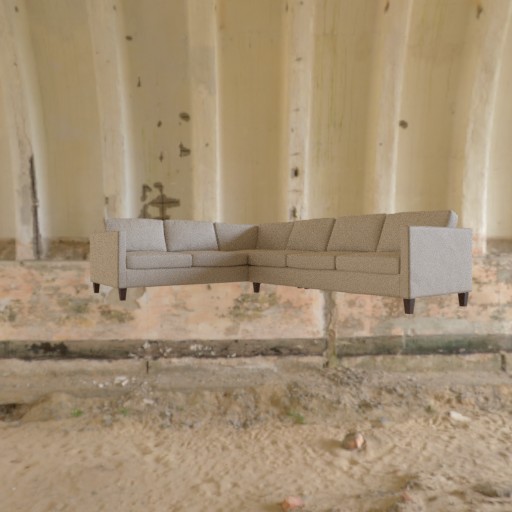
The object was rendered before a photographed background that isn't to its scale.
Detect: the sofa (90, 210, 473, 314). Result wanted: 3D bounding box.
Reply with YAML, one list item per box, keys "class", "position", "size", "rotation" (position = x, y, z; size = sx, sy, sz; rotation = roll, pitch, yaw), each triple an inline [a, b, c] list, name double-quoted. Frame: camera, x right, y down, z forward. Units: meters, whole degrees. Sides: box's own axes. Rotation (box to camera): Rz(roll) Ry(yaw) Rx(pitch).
- class: "sofa"
  position: [0.000, 0.000, 4.468]
  size: [2.432, 0.863, 3.182]
  rotation: [-1, 1, -35]
